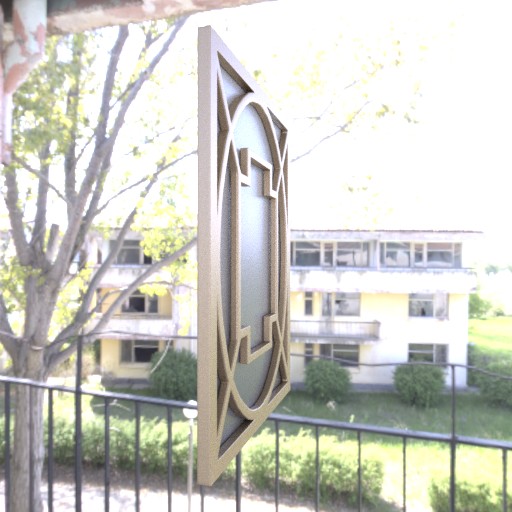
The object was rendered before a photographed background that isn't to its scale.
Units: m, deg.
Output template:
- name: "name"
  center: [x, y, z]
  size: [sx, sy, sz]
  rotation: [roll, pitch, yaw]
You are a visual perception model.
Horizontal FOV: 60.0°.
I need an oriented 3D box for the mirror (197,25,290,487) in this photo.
- name: "mirror"
  center: [0.000, 0.000, 1.344]
  size: [0.032, 1.023, 0.756]
  rotation: [0, 0, 18]
